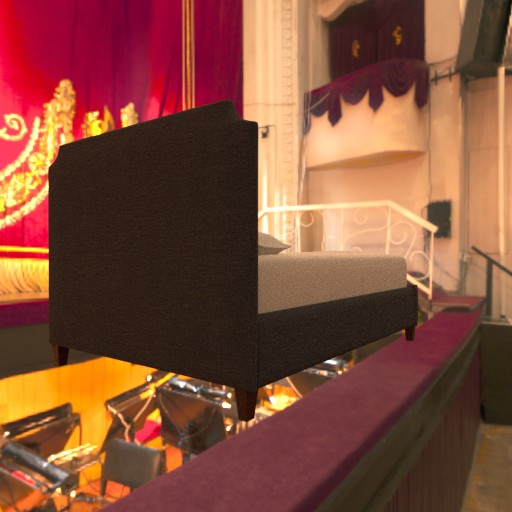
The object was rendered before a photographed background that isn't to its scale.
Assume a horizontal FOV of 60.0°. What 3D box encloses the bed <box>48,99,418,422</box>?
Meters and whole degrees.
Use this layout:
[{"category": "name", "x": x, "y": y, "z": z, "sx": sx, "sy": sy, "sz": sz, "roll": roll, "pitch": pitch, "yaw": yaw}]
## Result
[{"category": "bed", "x": 0.000, "y": 0.000, "z": 3.336, "sx": 1.713, "sy": 1.443, "sz": 2.372, "roll": 0, "pitch": 1, "yaw": 37}]
